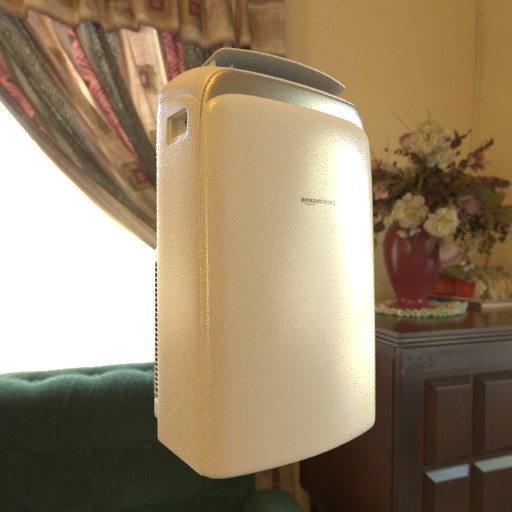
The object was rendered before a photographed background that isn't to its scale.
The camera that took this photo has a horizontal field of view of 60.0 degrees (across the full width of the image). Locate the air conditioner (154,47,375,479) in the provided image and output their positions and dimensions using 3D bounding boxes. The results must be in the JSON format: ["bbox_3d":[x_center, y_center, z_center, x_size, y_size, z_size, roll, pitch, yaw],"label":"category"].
[{"bbox_3d":[0.000,0.000,1.017,0.449,0.786,0.414,0,0,-36],"label":"air conditioner"}]
